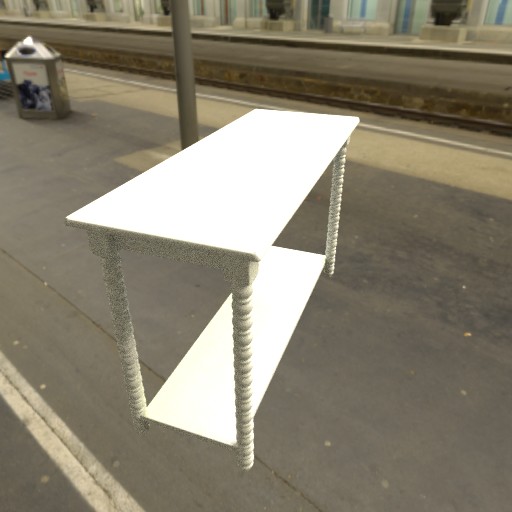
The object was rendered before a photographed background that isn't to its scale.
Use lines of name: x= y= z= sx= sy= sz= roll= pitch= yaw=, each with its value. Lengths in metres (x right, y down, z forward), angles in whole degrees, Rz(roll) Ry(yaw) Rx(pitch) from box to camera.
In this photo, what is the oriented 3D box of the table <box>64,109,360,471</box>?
table: x=0.000 y=0.000 z=1.555 sx=0.459 sy=0.740 sz=1.184 roll=11 pitch=32 yaw=18
